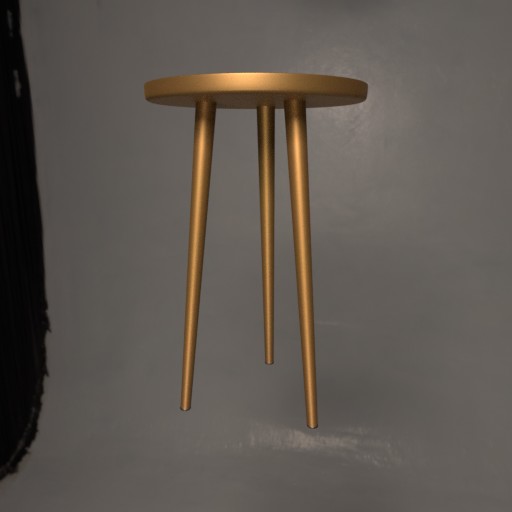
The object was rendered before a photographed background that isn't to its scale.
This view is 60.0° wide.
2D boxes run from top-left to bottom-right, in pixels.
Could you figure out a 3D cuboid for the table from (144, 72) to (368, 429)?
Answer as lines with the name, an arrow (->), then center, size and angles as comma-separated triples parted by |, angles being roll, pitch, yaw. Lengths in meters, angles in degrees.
table -> 0.000, 0.000, 0.671 | 0.299, 0.480, 0.299 | 3, 15, 10
